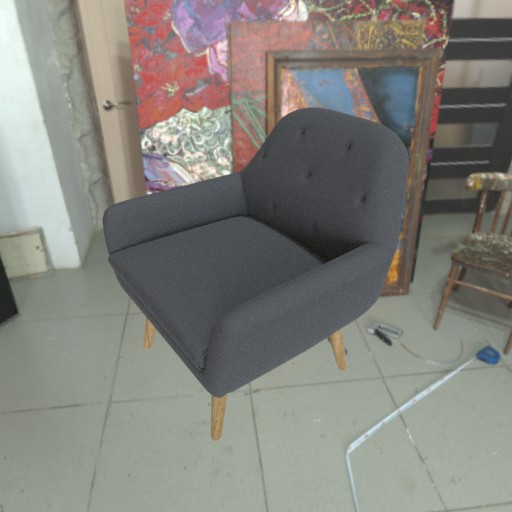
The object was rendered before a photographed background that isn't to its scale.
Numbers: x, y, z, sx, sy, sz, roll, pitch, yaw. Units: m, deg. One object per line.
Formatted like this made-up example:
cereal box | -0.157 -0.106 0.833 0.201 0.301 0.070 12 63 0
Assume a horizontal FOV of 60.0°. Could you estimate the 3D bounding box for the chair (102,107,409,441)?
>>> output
chair | 0.000 0.000 1.438 0.779 0.800 0.770 -21 37 -30
